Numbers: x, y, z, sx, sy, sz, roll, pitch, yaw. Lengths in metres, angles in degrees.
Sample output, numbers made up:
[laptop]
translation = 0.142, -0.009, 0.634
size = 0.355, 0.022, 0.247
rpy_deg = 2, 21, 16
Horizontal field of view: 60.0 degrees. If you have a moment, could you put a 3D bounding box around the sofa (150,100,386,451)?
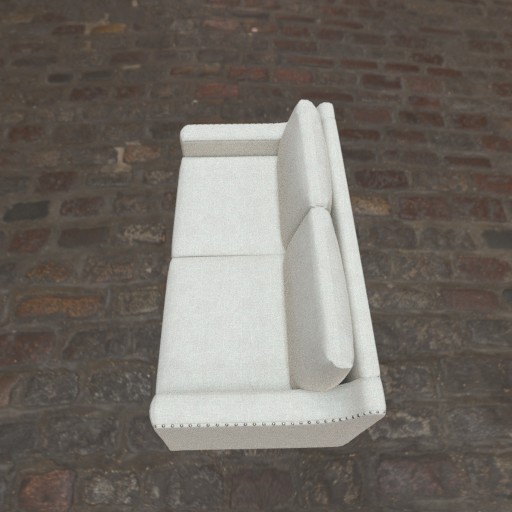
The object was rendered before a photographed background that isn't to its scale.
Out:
[sofa]
translation = 0.000, 0.000, 2.769
size = 1.104, 0.983, 2.107
rpy_deg = -1, 57, -1
